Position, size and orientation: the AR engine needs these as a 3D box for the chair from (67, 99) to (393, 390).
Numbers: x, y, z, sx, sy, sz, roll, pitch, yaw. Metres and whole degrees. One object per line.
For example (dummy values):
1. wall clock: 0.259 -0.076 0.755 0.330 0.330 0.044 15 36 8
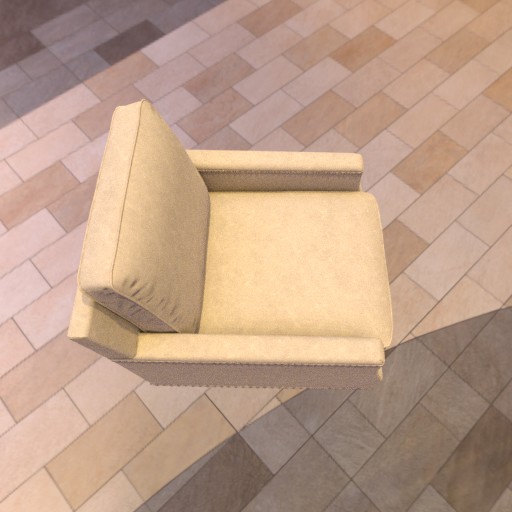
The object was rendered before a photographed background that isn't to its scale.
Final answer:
1. chair: 0.000 0.000 1.671 1.014 0.943 0.853 1 64 0
